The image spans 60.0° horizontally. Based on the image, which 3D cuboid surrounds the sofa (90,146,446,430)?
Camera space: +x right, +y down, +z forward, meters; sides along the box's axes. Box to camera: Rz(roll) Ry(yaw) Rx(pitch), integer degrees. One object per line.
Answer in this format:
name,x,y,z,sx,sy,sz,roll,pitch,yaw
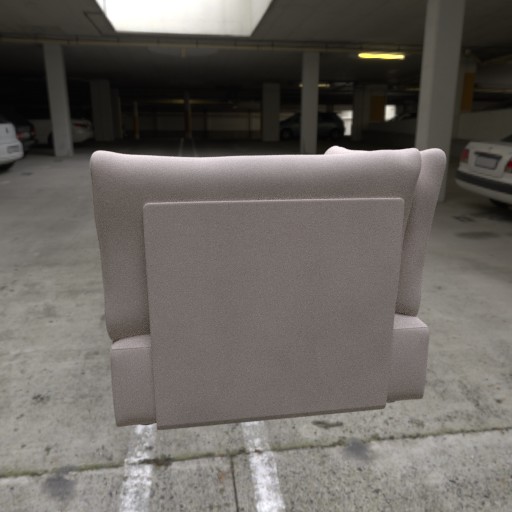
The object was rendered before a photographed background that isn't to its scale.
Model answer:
sofa,0.000,0.000,1.709,1.000,0.820,1.000,-2,15,-9
